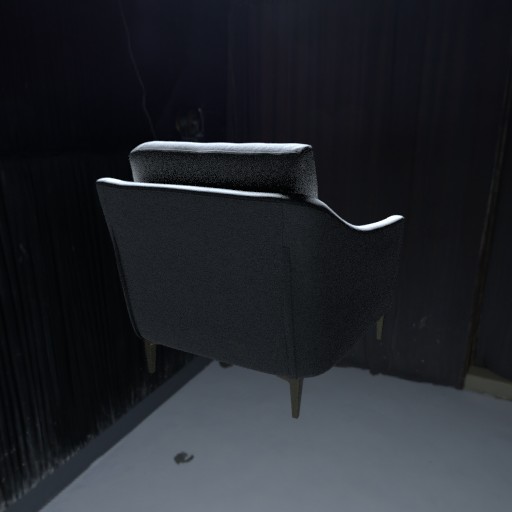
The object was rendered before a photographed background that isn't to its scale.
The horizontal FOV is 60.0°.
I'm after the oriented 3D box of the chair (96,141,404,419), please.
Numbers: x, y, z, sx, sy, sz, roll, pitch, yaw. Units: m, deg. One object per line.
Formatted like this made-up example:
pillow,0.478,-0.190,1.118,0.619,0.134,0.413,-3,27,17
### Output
chair,0.000,0.000,1.790,0.986,0.902,0.961,8,18,27
